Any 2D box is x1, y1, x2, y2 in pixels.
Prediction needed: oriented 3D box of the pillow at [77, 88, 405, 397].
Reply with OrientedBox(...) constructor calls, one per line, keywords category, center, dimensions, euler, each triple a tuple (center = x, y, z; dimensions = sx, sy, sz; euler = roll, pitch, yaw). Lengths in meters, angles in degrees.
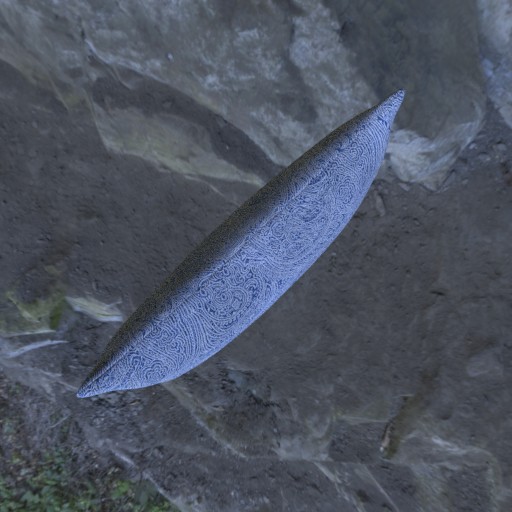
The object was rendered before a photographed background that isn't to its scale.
OrientedBox(category="pillow", center=(0.000, 0.000, 0.736), dimensions=(0.615, 0.295, 0.151), euler=(-44, 80, -10))
